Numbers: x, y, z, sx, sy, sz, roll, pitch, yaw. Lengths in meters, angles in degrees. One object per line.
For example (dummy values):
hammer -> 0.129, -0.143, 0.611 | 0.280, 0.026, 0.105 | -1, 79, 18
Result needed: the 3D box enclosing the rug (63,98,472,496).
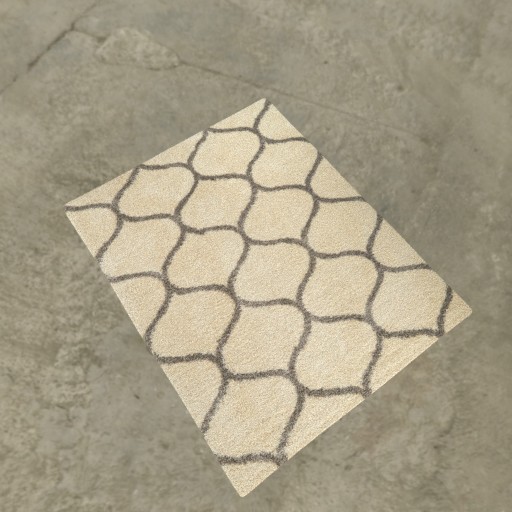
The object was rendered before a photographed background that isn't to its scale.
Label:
rug -> 0.000, 0.000, 3.985 | 2.399, 0.026, 3.000 | -33, 69, -15
